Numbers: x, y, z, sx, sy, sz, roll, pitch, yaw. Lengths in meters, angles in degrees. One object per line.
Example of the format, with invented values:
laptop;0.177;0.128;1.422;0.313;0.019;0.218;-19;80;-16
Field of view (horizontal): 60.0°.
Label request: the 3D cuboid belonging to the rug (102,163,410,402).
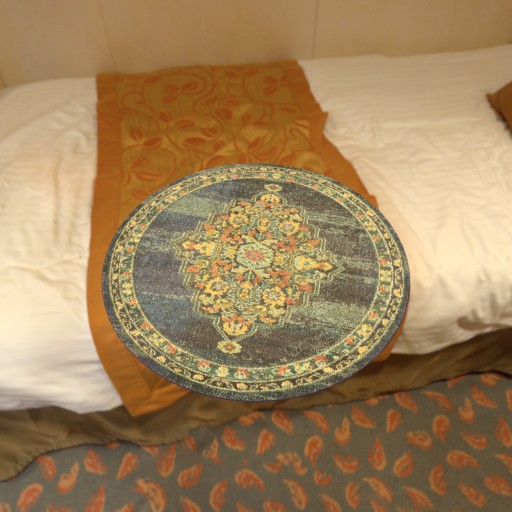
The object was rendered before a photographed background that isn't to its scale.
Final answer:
rug;0.000;0.000;3.513;2.386;0.014;2.386;0;49;0
